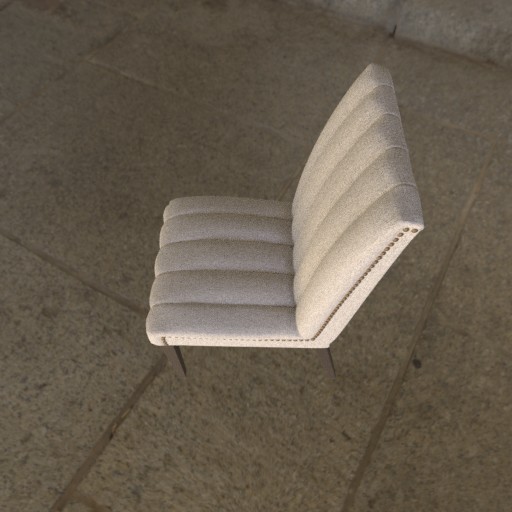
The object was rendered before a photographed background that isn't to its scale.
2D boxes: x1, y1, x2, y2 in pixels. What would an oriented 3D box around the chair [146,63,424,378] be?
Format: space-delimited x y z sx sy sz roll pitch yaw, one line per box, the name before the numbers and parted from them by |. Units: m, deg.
chair | 0.000 0.000 1.365 0.647 1.016 0.511 1 58 1
